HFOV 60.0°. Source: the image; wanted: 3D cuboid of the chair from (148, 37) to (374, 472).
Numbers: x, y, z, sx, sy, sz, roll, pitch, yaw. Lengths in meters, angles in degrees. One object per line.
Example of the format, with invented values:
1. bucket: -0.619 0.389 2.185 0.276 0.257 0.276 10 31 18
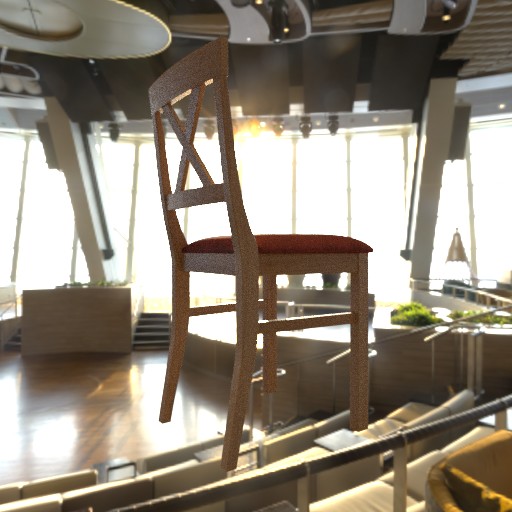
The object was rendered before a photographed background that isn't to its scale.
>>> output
1. chair: 0.000 0.000 1.204 0.492 0.912 0.439 -1 1 -36
